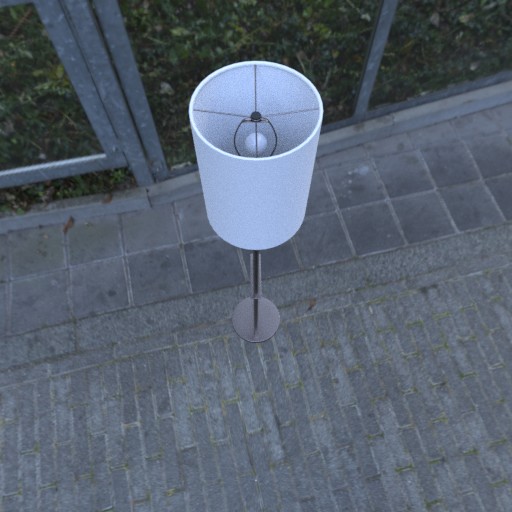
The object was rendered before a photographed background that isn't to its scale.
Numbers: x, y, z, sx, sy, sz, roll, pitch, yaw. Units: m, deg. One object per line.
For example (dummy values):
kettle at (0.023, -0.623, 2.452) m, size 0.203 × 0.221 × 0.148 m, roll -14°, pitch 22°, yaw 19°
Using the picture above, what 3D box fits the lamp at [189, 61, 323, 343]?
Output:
lamp at (0.000, 0.000, 1.677) m, size 0.305 × 1.500 × 0.306 m, roll -1°, pitch 63°, yaw 0°
